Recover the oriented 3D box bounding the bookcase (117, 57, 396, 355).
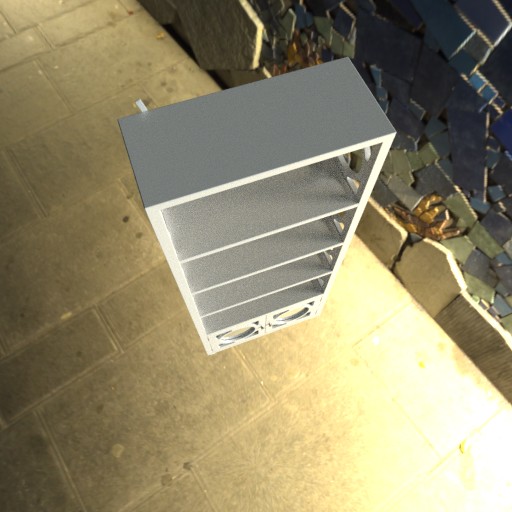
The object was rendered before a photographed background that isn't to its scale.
[{"bbox_3d":[0.000,0.000,2.117,0.761,1.869,0.361,-18,66,-9],"label":"bookcase"}]
